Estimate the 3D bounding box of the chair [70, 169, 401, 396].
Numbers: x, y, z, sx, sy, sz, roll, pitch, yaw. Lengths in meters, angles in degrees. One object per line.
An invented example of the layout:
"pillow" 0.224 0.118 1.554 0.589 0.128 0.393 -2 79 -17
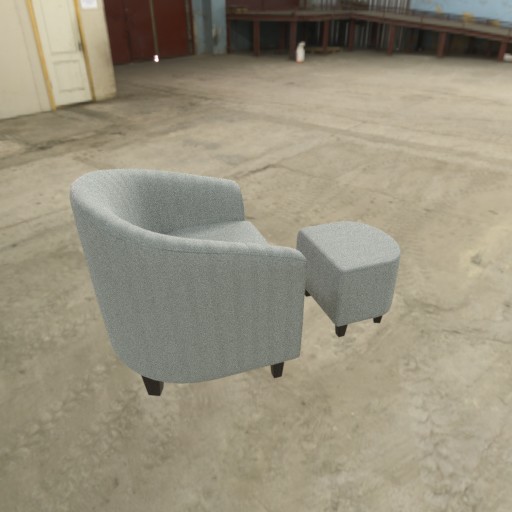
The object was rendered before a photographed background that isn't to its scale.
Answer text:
"chair" 0.000 0.000 1.800 1.288 0.757 0.756 -10 31 -17
